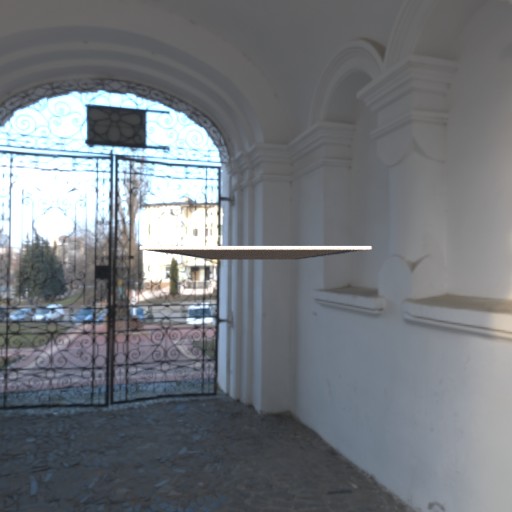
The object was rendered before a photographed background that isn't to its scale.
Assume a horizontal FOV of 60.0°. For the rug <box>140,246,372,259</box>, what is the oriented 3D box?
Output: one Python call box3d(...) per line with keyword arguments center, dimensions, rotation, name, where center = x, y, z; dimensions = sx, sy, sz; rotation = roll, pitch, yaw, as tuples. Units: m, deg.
box3d(center=(0.000, 0.000, 2.666), dimensions=(0.768, 0.012, 2.438), rotation=(0, -1, 0), name="rug")
